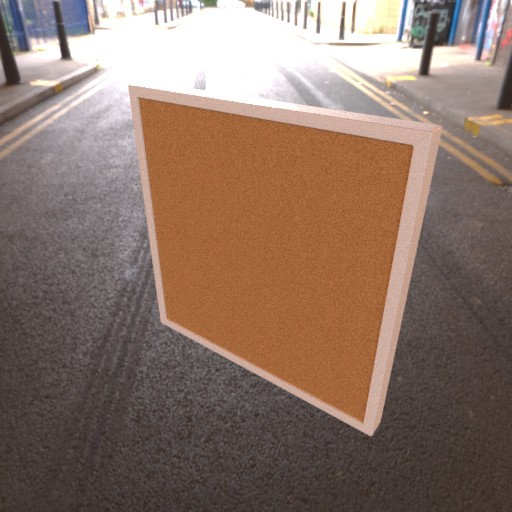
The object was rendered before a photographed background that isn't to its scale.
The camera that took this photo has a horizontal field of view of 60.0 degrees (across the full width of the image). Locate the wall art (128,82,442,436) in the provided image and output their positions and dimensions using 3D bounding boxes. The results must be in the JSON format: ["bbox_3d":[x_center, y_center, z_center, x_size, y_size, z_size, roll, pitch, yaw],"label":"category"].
[{"bbox_3d":[0.000,0.000,0.756,0.508,0.508,0.038,20,36,31],"label":"wall art"}]
